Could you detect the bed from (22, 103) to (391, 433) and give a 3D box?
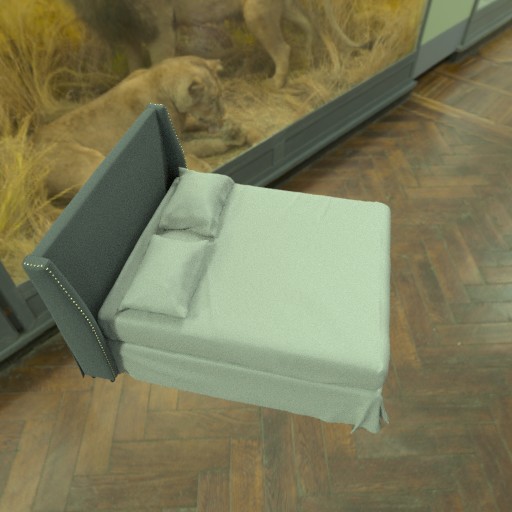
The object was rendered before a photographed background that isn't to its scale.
[{"bbox_3d":[0.000,0.000,3.382,2.276,1.332,1.925,9,47,9],"label":"bed"}]
